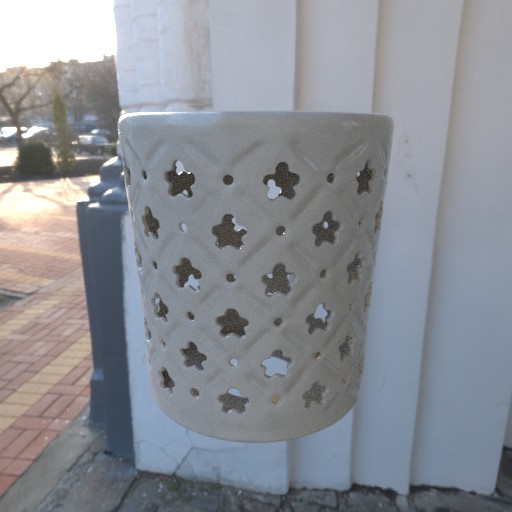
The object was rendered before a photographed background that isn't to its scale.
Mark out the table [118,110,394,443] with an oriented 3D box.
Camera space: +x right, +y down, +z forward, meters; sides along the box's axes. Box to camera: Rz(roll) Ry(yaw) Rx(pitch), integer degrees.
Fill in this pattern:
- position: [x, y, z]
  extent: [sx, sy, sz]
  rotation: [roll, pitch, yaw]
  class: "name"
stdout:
- position: [0.000, 0.000, 0.633]
  extent: [0.352, 0.387, 0.352]
  rotation: [0, 16, 0]
  class: "table"
